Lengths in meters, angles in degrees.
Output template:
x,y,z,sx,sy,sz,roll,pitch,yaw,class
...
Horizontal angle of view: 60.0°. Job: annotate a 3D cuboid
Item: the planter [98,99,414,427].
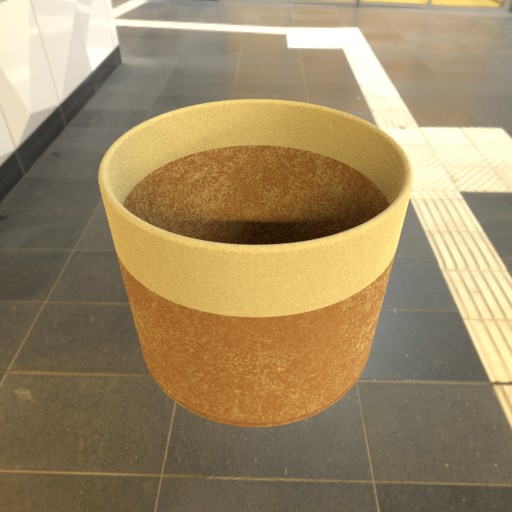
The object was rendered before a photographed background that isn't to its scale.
x,y,z,sx,sy,sz,roll,pitch,yaw,class
0.000,0.000,0.274,0.159,0.138,0.159,0,40,0,planter
